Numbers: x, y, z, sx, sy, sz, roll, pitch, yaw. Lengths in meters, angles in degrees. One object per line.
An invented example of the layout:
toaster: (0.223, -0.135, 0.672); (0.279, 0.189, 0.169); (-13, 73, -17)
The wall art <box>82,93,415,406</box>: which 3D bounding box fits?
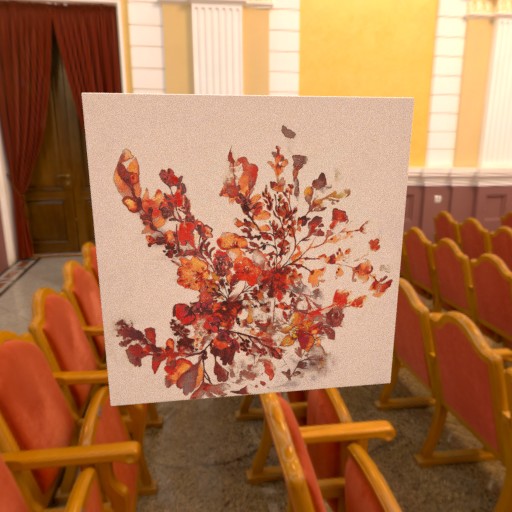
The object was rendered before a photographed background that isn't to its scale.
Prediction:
wall art: (0.000, 0.000, 1.110); (0.757, 0.757, 0.037); (-2, 15, -8)
